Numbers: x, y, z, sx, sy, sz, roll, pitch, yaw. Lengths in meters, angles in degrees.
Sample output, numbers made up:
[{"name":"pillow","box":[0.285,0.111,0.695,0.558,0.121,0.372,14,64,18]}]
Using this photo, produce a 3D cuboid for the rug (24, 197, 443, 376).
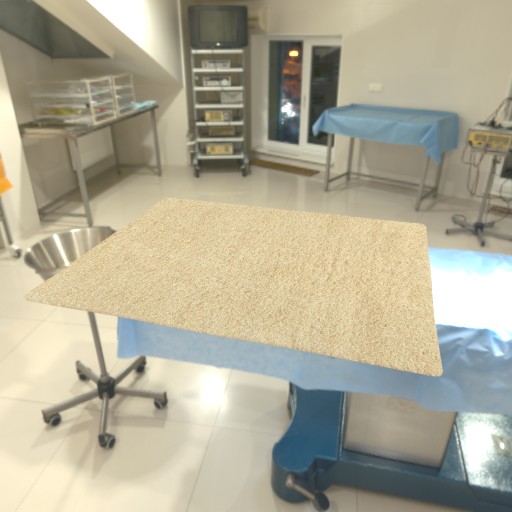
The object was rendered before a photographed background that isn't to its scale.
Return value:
[{"name":"rug","box":[0.000,0.000,4.004,3.001,0.025,2.401,8,28,15]}]
